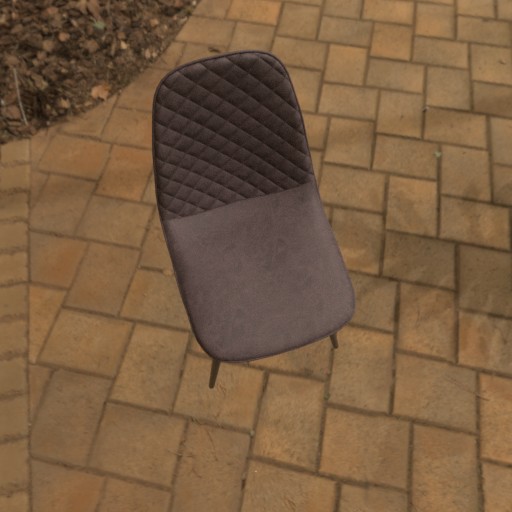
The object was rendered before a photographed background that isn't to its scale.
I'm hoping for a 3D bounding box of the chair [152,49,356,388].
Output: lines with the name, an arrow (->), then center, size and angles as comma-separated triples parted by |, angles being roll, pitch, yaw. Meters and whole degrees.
chair -> 0.000, 0.000, 1.227 | 0.472, 0.889, 0.561 | -16, 65, -8
